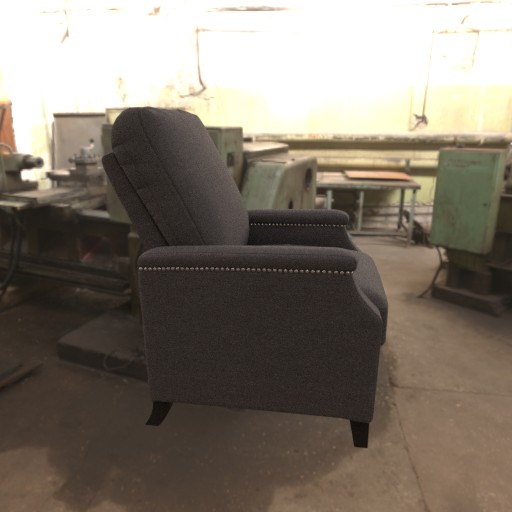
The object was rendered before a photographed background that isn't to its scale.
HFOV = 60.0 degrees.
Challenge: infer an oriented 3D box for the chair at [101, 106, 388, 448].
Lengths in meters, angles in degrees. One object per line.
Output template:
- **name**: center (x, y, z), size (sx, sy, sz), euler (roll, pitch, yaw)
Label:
- **chair**: center (0.000, 0.000, 1.656), size (0.922, 1.049, 0.710), euler (3, 17, 9)
